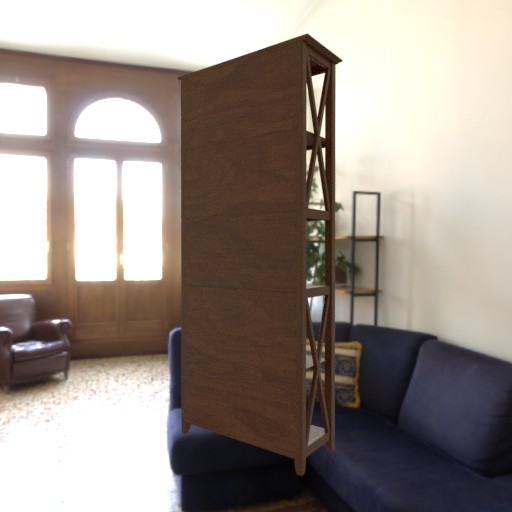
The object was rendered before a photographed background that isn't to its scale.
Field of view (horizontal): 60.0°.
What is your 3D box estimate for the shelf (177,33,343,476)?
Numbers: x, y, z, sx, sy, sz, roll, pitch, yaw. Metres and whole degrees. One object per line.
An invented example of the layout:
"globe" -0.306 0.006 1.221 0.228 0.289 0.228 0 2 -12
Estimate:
"shelf" 0.000 0.000 2.273 0.805 1.905 0.335 1 1 37
